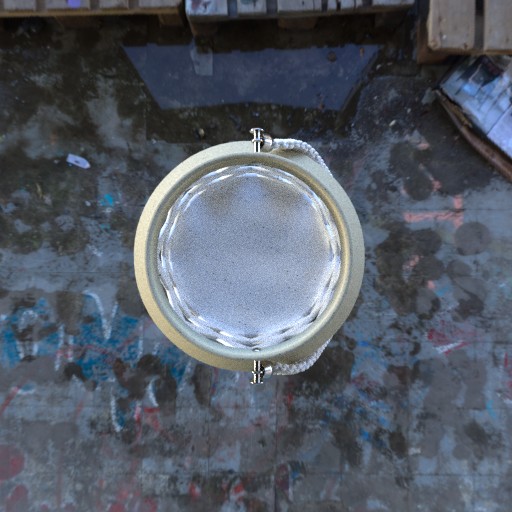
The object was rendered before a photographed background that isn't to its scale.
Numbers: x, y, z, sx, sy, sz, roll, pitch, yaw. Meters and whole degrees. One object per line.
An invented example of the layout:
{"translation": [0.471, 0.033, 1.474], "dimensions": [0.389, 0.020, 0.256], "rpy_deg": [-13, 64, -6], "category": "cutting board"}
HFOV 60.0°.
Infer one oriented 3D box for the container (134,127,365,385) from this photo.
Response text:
{"translation": [0.000, 0.000, 0.394], "dimensions": [0.198, 0.264, 0.188], "rpy_deg": [0, 90, 0], "category": "container"}
